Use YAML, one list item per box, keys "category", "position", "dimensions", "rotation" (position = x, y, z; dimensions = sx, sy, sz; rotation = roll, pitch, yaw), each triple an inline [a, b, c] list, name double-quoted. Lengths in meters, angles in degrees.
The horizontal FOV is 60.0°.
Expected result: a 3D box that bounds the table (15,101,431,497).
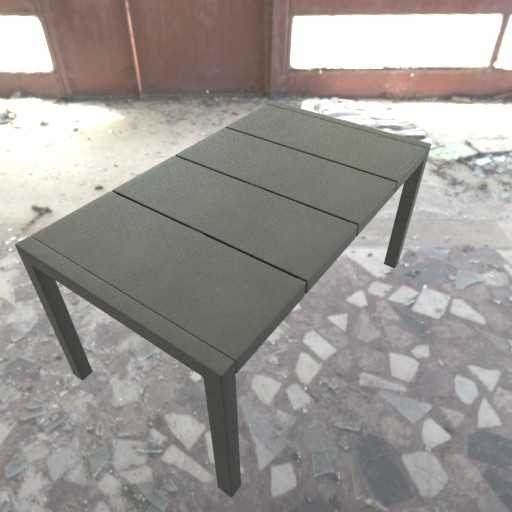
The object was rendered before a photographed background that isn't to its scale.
- category: "table"
  position: [0.000, 0.000, 1.252]
  dimensions: [0.559, 0.460, 0.965]
  rotation: [25, 46, 26]
